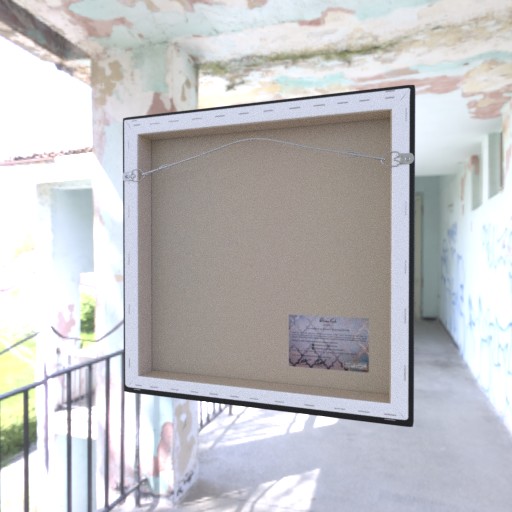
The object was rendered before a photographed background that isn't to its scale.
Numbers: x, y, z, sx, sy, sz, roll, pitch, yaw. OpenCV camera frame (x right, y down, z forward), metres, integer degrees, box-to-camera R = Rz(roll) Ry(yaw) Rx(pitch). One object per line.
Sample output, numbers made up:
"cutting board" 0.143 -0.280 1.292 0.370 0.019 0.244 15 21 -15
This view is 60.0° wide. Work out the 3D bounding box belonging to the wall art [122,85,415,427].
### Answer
"wall art" 0.000 0.000 0.603 0.406 0.407 0.041 0 1 19
